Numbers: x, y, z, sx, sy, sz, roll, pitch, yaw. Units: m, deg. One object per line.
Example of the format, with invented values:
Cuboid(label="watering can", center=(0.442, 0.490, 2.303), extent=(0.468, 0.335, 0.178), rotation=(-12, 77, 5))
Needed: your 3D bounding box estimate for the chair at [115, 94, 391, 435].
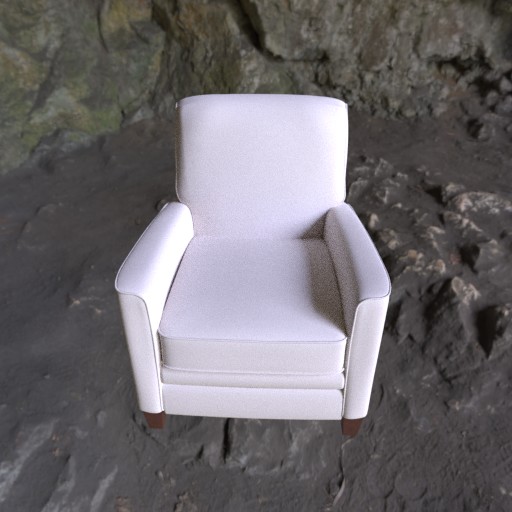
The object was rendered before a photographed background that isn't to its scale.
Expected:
Cuboid(label="chair", center=(0.000, 0.000, 1.660), extent=(0.841, 1.028, 0.858), rotation=(1, 30, 2))
